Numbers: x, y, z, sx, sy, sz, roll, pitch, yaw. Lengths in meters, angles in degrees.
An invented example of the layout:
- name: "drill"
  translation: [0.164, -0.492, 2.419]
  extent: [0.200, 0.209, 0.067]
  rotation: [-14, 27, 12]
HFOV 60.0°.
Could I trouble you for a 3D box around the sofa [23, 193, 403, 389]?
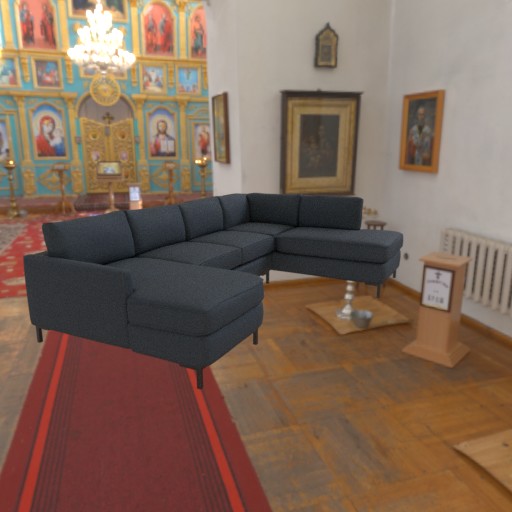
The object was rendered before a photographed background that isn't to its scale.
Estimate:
- name: "sofa"
  translation: [0.000, 0.000, 3.804]
  extent: [1.984, 0.858, 2.975]
  rotation: [7, 14, 27]
